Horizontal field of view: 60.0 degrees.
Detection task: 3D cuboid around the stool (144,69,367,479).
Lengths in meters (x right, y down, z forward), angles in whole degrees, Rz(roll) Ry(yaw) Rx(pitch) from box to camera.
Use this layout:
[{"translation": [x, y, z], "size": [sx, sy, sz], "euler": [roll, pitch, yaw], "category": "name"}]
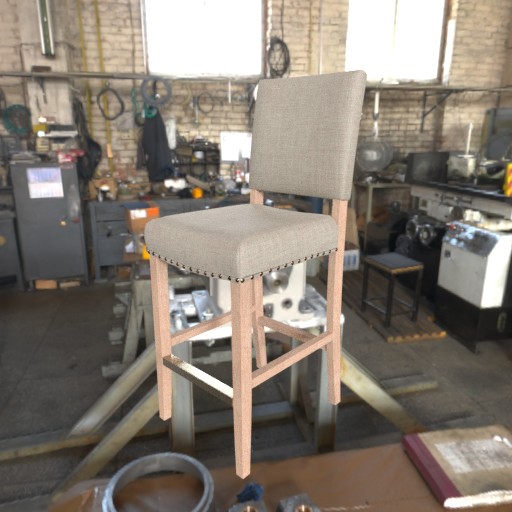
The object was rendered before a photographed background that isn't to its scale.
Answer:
[{"translation": [0.000, 0.000, 1.488], "size": [0.445, 1.173, 0.585], "euler": [15, 21, 42], "category": "stool"}]
